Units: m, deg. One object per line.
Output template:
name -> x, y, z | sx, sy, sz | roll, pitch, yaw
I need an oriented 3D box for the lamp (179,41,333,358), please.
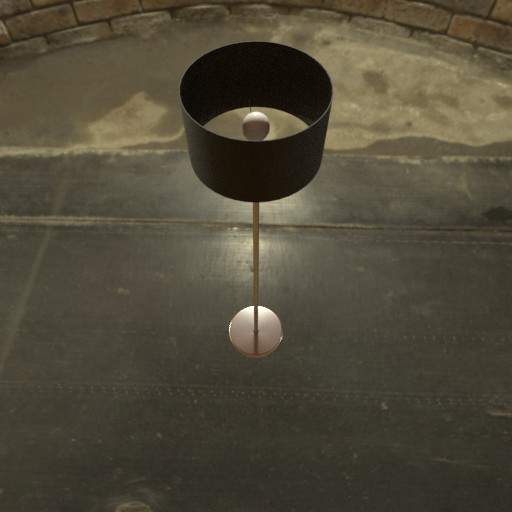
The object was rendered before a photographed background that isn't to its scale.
lamp -> 0.000, 0.000, 1.610 | 0.348, 1.443, 0.348 | -32, 63, -18
